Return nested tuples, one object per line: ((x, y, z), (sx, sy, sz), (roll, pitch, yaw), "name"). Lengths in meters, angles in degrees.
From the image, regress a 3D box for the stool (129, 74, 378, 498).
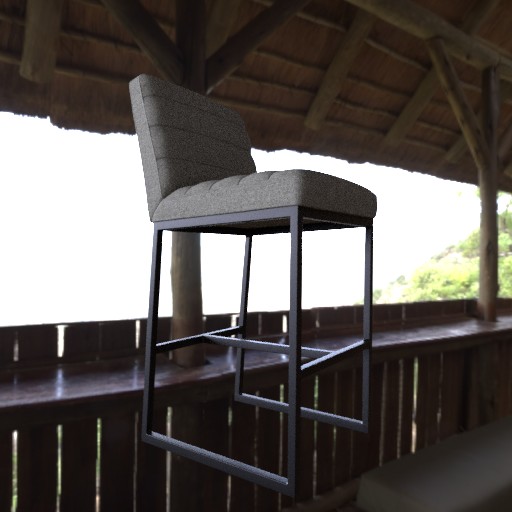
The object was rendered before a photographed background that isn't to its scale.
((0.000, 0.000, 1.272), (0.571, 1.034, 0.459), (0, 1, 36), "stool")
